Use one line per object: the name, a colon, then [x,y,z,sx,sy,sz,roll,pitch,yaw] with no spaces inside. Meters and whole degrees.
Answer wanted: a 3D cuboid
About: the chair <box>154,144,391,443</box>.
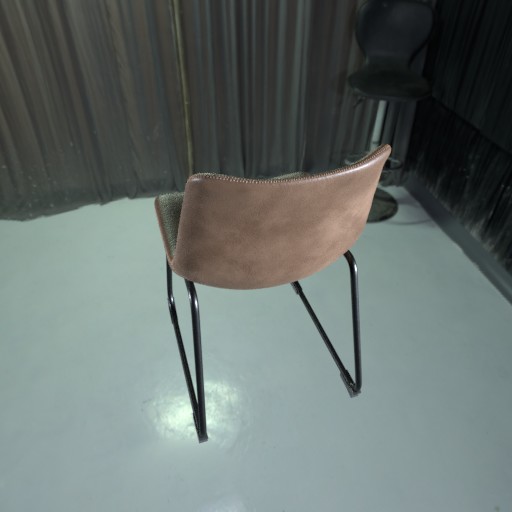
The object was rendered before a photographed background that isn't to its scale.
chair: [0.000,0.000,1.115,0.460,0.780,0.551,-12,42,-13]
